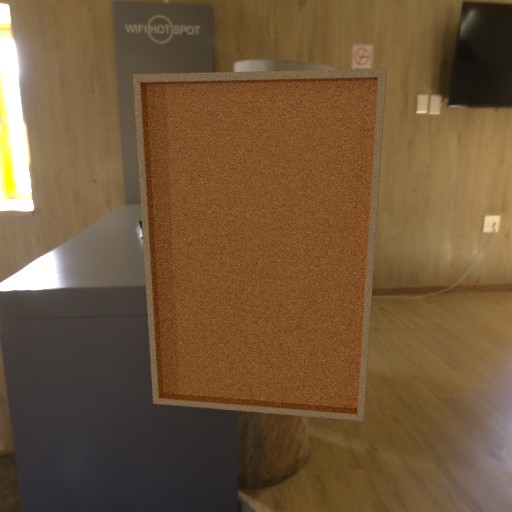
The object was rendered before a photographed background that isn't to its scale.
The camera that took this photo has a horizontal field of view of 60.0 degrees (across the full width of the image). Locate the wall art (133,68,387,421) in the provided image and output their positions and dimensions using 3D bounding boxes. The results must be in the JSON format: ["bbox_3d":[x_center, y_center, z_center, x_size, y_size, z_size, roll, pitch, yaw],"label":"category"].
[{"bbox_3d":[0.000,0.000,1.183,0.610,0.914,0.038,2,14,8],"label":"wall art"}]
